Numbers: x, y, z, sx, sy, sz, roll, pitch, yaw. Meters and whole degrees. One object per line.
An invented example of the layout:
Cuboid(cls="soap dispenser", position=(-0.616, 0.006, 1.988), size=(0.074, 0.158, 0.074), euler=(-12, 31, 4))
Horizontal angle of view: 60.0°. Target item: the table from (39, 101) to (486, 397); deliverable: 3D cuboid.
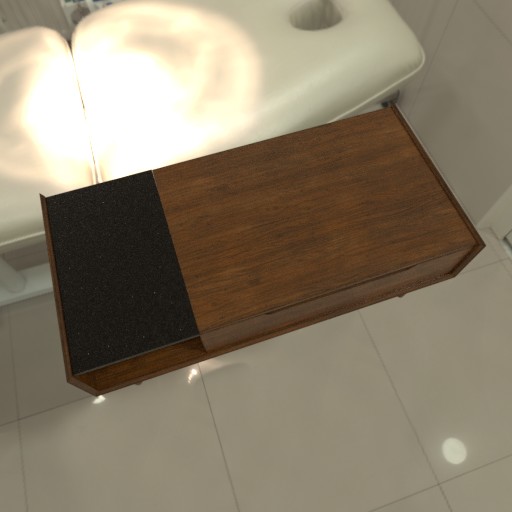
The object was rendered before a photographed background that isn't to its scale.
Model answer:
Cuboid(cls="table", position=(0.000, 0.000, 1.569), size=(1.221, 0.508, 0.610), euler=(-17, 65, -8))
